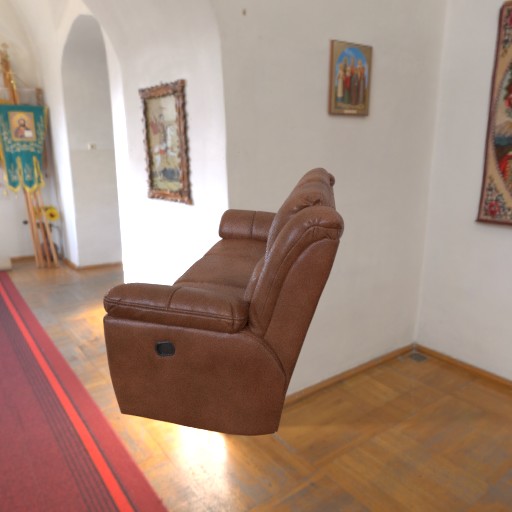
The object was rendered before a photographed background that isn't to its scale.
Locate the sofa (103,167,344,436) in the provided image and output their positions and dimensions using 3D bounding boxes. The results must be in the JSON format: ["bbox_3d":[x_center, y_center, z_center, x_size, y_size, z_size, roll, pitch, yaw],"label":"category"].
[{"bbox_3d":[0.000,0.000,2.819,0.991,1.043,2.337,2,15,9],"label":"sofa"}]
